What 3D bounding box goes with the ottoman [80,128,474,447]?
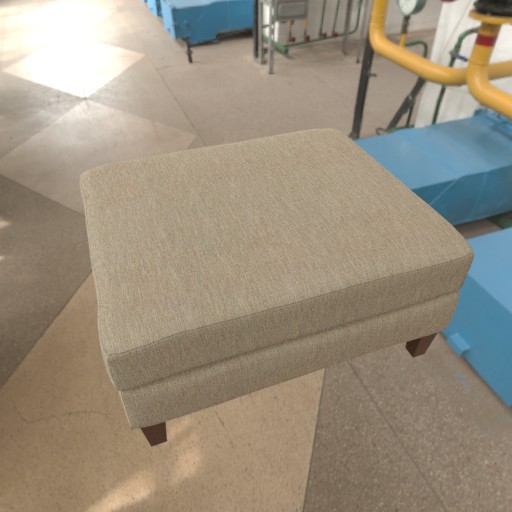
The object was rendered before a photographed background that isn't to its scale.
[{"bbox_3d":[0.000,0.000,1.442,0.976,0.492,0.836,-14,43,-15],"label":"ottoman"}]
